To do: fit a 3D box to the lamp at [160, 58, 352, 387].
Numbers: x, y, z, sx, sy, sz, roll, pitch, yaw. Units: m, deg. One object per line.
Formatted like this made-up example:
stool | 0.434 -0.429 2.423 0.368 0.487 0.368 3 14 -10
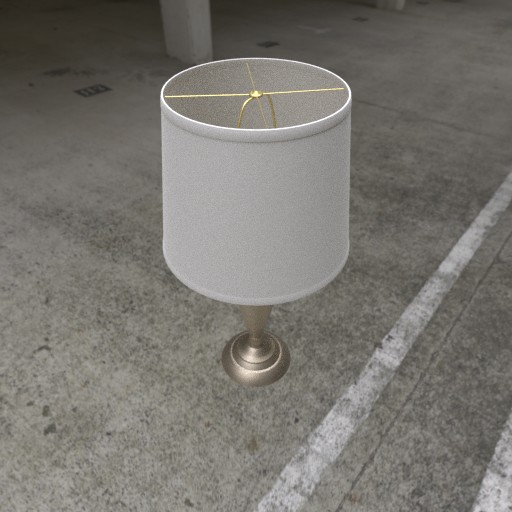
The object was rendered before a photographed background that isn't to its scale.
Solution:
lamp | 0.000 0.000 0.819 0.328 0.619 0.328 0 41 0
